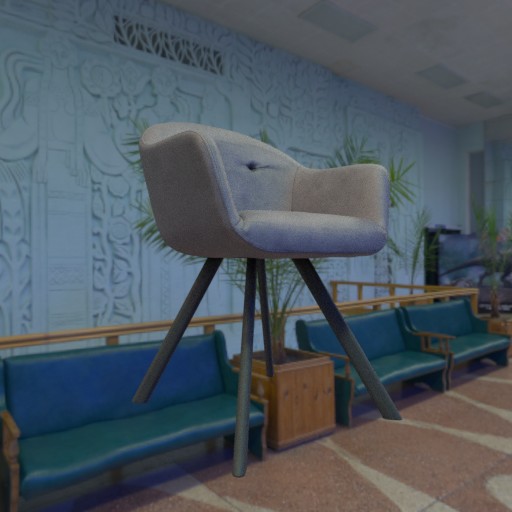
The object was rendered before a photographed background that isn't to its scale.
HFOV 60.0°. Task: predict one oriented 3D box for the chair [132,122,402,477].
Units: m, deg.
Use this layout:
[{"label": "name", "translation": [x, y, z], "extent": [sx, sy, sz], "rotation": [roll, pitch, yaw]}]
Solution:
[{"label": "chair", "translation": [0.000, 0.000, 1.138], "extent": [0.567, 0.781, 0.544], "rotation": [0, 0, -36]}]
